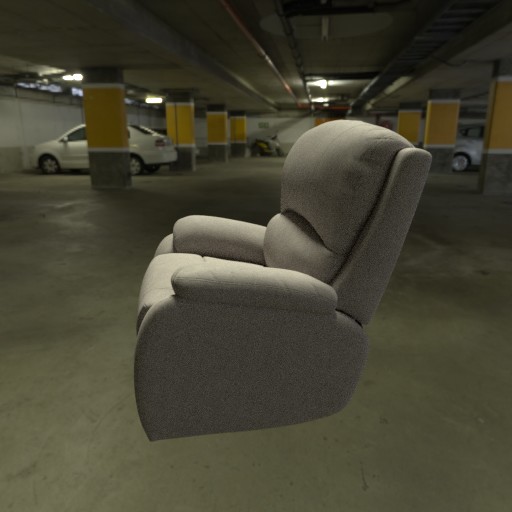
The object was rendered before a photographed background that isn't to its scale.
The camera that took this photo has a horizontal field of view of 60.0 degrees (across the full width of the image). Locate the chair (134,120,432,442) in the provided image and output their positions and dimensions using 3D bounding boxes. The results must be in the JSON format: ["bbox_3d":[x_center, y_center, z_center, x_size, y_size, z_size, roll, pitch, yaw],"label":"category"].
[{"bbox_3d":[0.000,0.000,1.715,0.899,1.011,0.930,-3,15,-9],"label":"chair"}]
